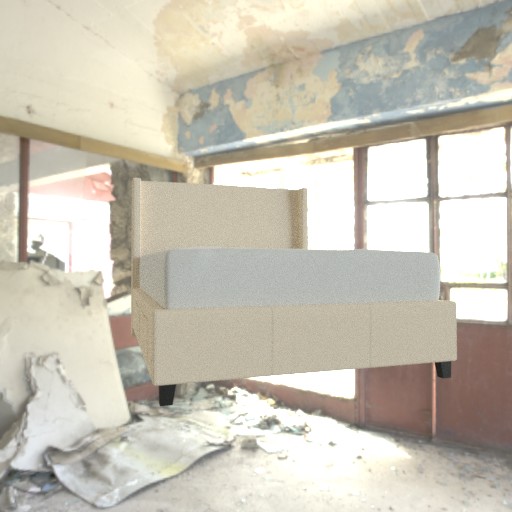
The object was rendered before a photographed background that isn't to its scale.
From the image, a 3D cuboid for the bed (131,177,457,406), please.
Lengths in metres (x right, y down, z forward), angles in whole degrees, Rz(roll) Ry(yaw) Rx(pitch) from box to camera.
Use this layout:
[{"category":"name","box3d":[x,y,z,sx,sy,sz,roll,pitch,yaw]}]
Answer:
[{"category":"bed","box3d":[0.000,0.000,3.435,1.765,1.471,2.280,0,-1,-18]}]
